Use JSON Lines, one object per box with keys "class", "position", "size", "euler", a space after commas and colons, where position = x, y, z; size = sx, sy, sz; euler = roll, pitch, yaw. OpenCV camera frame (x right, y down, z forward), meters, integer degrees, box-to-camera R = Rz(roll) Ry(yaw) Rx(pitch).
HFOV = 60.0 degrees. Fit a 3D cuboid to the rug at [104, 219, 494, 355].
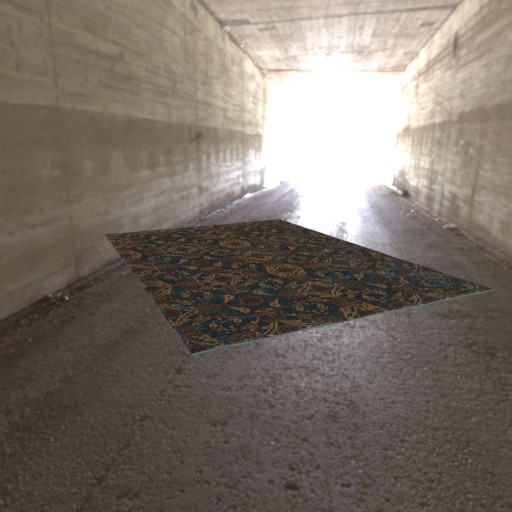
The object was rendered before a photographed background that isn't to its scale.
{"class": "rug", "position": [0.000, 0.000, 4.223], "size": [2.337, 0.013, 3.291], "euler": [-7, 16, -25]}
